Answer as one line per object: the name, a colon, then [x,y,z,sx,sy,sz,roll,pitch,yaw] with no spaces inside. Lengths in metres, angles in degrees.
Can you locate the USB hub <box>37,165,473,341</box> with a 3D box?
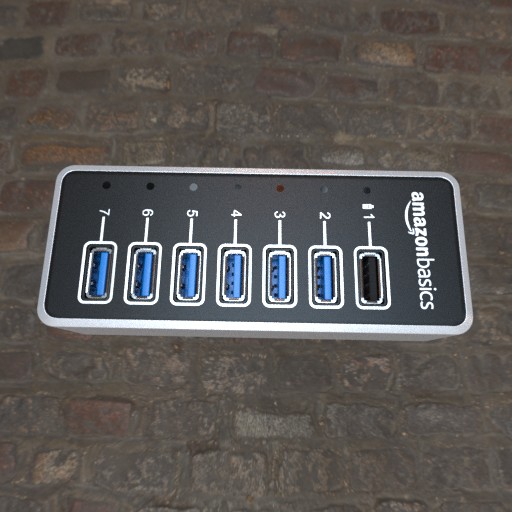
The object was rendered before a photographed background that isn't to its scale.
USB hub: [0.000,0.000,0.126,0.110,0.023,0.044,1,75,0]
